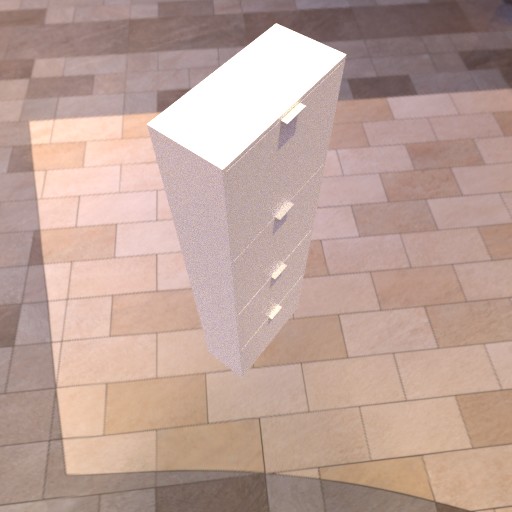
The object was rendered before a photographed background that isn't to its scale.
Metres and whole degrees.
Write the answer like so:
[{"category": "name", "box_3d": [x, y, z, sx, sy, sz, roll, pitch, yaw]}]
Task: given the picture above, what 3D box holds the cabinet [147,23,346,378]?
[{"category": "cabinet", "box_3d": [0.000, 0.000, 1.818, 0.255, 1.630, 0.520, 33, 64, 18]}]
